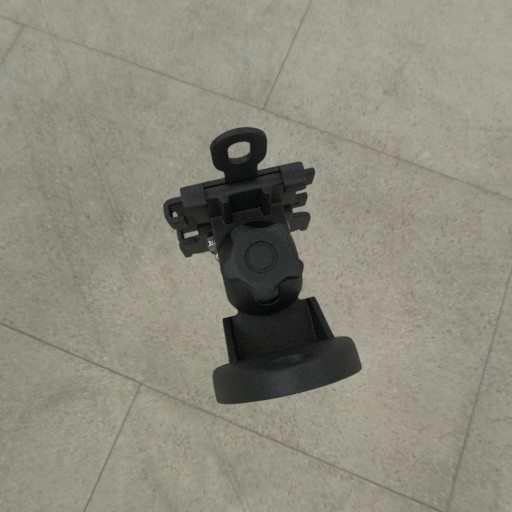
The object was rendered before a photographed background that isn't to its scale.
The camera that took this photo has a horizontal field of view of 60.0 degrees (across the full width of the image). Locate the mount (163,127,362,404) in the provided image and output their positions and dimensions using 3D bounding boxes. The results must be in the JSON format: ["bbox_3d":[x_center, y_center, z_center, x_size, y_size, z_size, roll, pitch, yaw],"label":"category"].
[{"bbox_3d":[0.000,0.000,0.176,0.066,0.118,0.100,-13,77,-3],"label":"mount"}]
